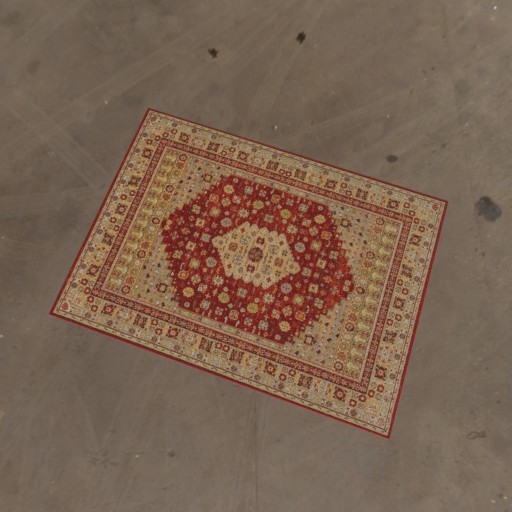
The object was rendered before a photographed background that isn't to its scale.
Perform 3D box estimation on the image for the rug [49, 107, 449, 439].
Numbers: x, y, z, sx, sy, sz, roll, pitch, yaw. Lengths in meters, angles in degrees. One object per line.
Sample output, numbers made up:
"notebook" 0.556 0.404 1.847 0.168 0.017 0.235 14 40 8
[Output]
"rug" 0.000 0.000 2.900 2.211 0.013 1.593 19 75 5
